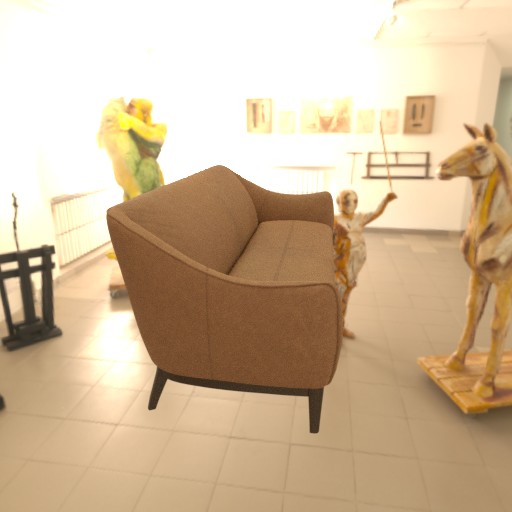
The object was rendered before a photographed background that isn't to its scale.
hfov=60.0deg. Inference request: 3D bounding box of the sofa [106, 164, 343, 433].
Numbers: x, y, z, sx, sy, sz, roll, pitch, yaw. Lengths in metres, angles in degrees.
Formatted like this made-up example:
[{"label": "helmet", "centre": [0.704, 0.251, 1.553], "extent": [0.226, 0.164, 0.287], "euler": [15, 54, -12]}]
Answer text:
[{"label": "sofa", "centre": [0.000, 0.000, 2.421], "extent": [0.869, 0.830, 1.928], "euler": [3, 17, 8]}]
